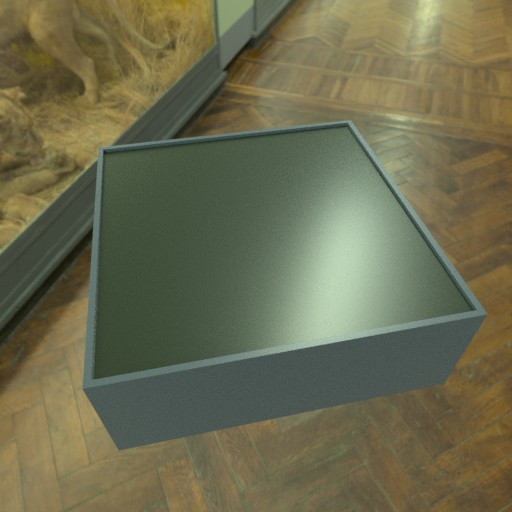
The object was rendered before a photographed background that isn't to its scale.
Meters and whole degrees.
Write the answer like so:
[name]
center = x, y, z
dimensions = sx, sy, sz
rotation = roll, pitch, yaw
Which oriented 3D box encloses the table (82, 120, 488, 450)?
[table]
center = 0.000, 0.000, 1.228
dimensions = 0.801, 0.299, 0.801
rotation = -9, 47, -8
